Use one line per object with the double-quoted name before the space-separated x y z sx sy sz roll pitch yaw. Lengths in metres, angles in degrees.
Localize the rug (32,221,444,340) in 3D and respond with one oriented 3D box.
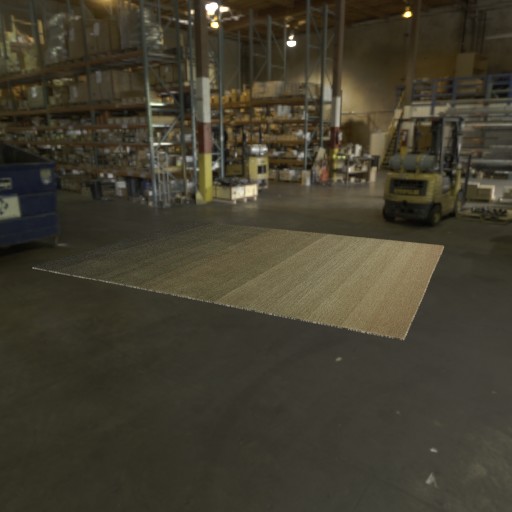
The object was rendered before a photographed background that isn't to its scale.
"rug" 0.000 0.000 3.956 2.932 0.015 2.315 8 17 26
